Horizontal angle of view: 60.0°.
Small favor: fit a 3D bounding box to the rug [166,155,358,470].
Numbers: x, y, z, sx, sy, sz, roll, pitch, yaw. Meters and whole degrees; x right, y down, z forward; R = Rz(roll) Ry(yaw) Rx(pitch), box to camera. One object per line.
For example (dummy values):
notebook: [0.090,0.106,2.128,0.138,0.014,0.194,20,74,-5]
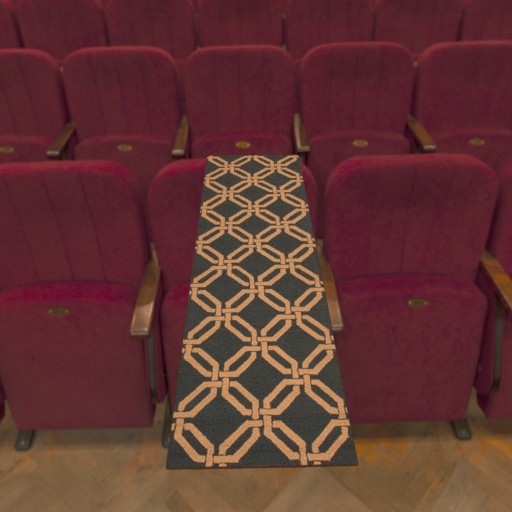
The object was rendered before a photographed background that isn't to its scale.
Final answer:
rug: [0.000,0.000,2.415,0.678,0.014,2.276,-1,41,-1]
